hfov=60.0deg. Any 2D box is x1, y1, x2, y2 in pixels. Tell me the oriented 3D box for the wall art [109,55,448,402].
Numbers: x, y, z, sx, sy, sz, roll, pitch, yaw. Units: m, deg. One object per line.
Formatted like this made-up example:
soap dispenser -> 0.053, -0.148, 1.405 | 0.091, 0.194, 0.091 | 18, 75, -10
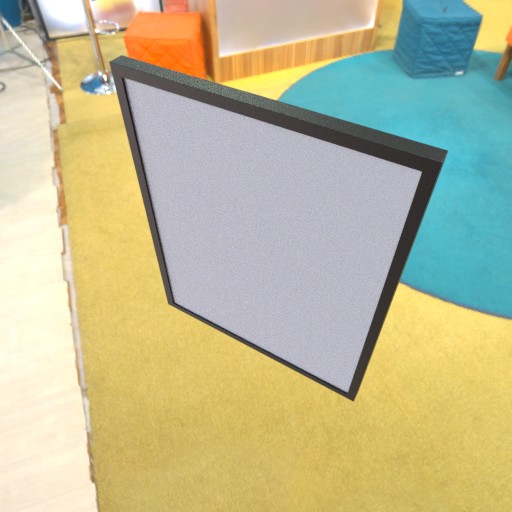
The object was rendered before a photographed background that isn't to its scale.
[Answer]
wall art -> 0.000, 0.000, 0.529 | 0.325, 0.397, 0.018 | 24, 52, 20
